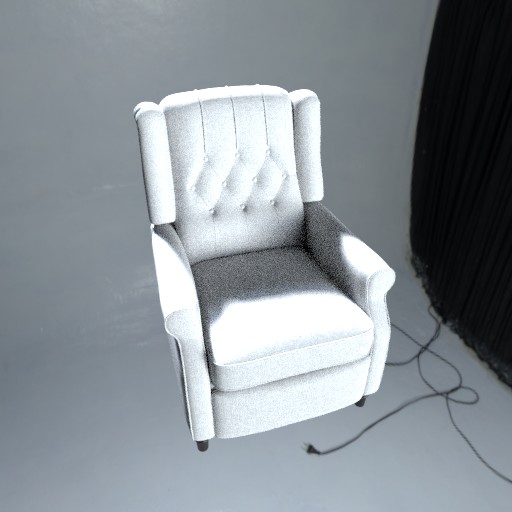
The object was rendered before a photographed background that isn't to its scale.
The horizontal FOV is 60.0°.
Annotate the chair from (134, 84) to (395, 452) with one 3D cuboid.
[{"bbox_3d":[0.000,0.000,1.612,0.742,1.035,0.902,-10,35,-15],"label":"chair"}]
